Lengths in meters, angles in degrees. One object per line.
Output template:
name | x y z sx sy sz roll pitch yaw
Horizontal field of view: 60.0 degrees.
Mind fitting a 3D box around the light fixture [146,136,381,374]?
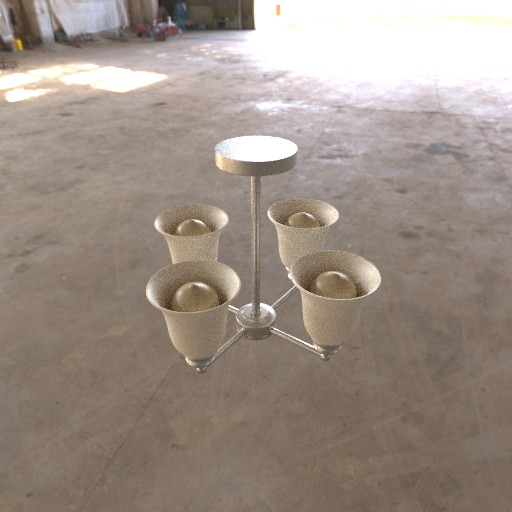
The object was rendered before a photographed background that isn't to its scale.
light fixture | 0.000 0.000 0.744 0.427 0.370 0.427 21 37 31
